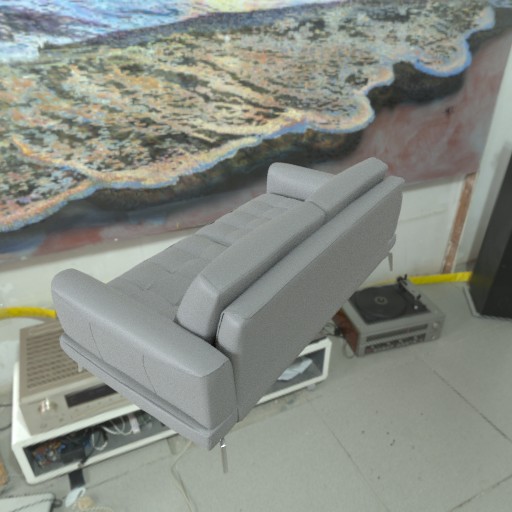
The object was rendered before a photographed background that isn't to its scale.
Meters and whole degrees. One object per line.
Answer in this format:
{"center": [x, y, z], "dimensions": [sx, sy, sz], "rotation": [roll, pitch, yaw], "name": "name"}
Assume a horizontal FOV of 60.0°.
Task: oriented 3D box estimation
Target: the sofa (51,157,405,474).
{"center": [0.000, 0.000, 2.720], "dimensions": [1.121, 0.930, 2.177], "rotation": [21, 37, 30], "name": "sofa"}
